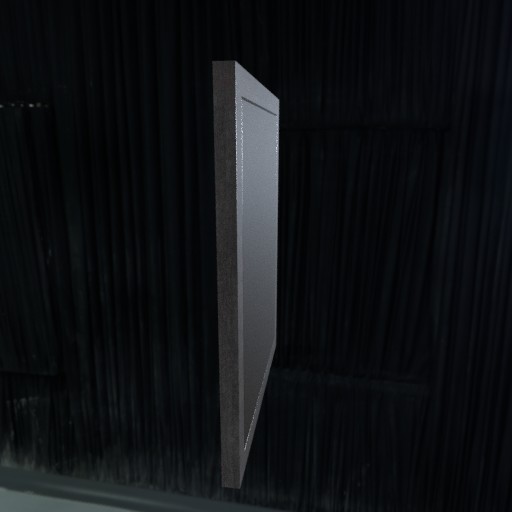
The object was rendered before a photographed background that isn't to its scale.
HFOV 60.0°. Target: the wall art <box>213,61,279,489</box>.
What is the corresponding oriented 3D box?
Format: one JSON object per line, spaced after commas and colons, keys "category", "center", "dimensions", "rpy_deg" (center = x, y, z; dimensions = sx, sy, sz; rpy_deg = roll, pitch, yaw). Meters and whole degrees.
{"category": "wall art", "center": [0.000, 0.000, 0.807], "dimensions": [0.027, 0.580, 0.479], "rpy_deg": [2, 15, 9]}
